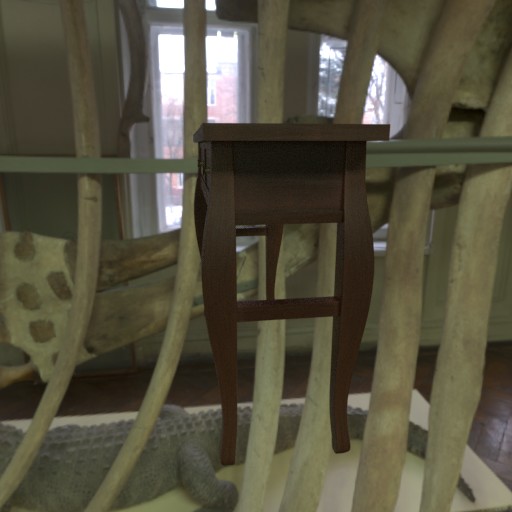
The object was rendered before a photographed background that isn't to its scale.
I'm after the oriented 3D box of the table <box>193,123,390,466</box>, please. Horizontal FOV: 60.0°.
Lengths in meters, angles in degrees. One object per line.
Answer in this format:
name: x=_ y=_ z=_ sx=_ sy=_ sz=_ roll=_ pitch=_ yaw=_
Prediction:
table: x=0.000 y=0.000 z=1.420 sx=0.373 sy=0.768 sz=1.062 roll=-2 pitch=14 yaw=-8
